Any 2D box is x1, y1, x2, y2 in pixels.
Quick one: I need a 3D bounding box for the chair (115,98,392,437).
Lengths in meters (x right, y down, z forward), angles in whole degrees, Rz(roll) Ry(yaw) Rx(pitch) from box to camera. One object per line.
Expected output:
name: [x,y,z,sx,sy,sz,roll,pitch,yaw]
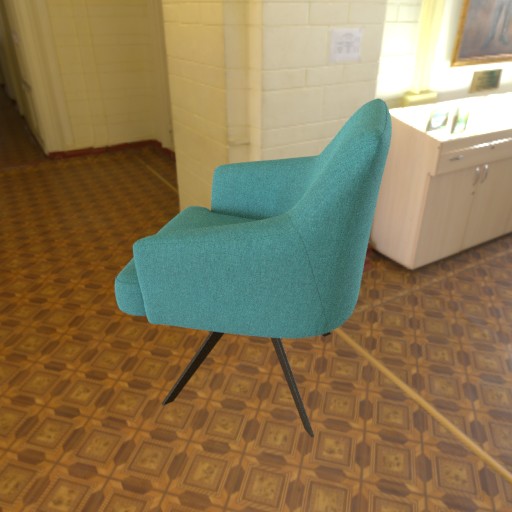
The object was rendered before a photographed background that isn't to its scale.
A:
chair: [0.000,0.000,1.336,0.677,0.874,0.642,7,30,13]
